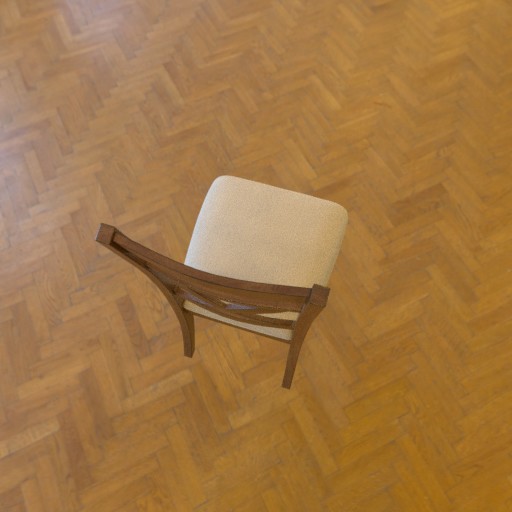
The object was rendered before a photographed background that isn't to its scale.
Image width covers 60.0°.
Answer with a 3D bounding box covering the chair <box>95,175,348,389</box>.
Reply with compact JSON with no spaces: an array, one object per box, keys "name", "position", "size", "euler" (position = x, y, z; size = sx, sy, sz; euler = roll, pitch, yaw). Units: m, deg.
[{"name":"chair","position":[0.000,0.000,1.271],"size":[0.461,0.949,0.581],"euler":[16,64,8]}]
